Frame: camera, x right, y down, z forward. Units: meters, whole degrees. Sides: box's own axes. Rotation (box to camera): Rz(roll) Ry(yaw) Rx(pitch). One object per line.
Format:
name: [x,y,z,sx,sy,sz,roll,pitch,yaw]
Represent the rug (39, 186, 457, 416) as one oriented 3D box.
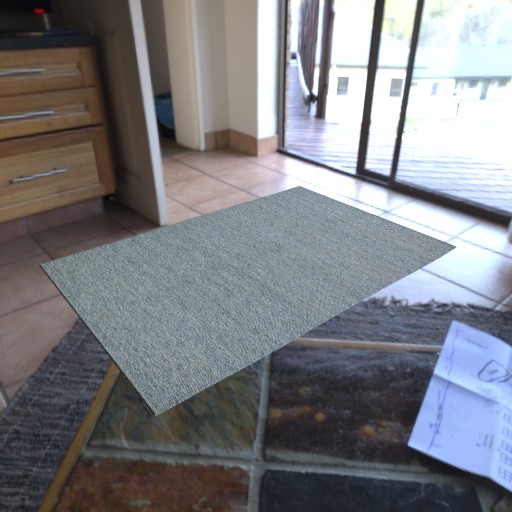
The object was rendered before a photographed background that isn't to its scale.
rug: [0.000,0.000,2.911,2.283,0.013,1.547,-22,36,-33]
